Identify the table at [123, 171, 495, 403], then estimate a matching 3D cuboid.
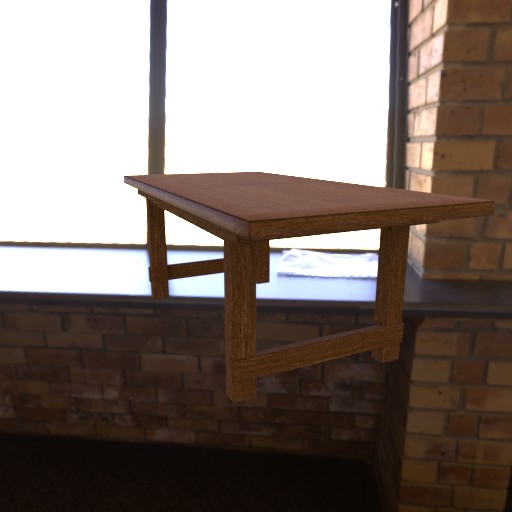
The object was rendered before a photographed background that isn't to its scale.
[{"bbox_3d":[0.000,0.000,2.375,1.000,0.762,1.982,-7,16,-25],"label":"table"}]
